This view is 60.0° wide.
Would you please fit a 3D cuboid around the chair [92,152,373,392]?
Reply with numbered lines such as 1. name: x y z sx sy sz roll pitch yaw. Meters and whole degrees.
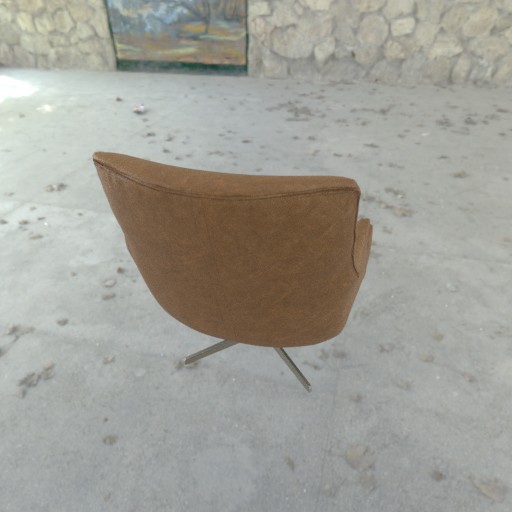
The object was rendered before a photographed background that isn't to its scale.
1. chair: 0.000 0.000 1.474 0.729 0.869 0.874 9 33 14
